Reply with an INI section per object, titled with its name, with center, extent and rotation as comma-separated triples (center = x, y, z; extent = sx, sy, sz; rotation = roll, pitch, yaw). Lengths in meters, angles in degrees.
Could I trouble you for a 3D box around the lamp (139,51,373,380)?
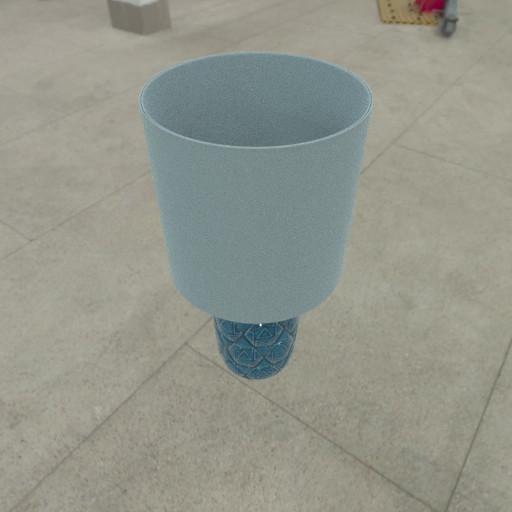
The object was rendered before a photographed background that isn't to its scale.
[lamp]
center = 0.000, 0.000, 0.498
extent = 0.193, 0.377, 0.193
rotation = 1, 43, 1
